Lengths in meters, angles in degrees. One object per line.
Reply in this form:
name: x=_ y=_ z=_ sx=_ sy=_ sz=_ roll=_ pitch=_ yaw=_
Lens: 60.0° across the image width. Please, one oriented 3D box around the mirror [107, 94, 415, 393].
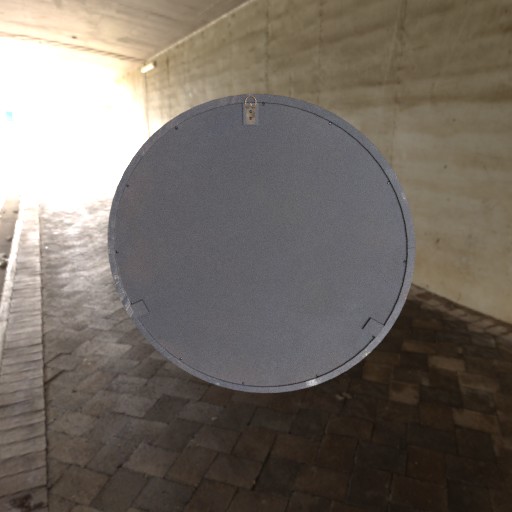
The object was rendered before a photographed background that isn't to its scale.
mirror: x=0.000 y=0.000 z=1.035 sx=0.710 sy=0.710 sz=0.038 roll=2 pitch=16 yaw=7
